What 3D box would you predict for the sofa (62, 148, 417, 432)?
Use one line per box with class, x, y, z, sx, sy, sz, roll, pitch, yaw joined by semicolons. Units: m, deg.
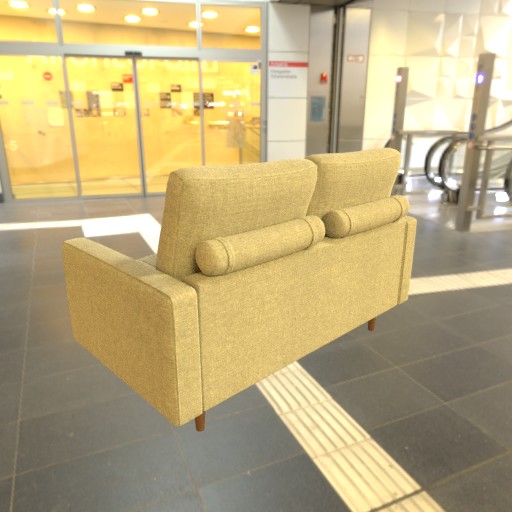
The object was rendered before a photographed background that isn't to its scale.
sofa;0.000;0.000;1.968;1.407;0.907;0.842;-16;24;-41
